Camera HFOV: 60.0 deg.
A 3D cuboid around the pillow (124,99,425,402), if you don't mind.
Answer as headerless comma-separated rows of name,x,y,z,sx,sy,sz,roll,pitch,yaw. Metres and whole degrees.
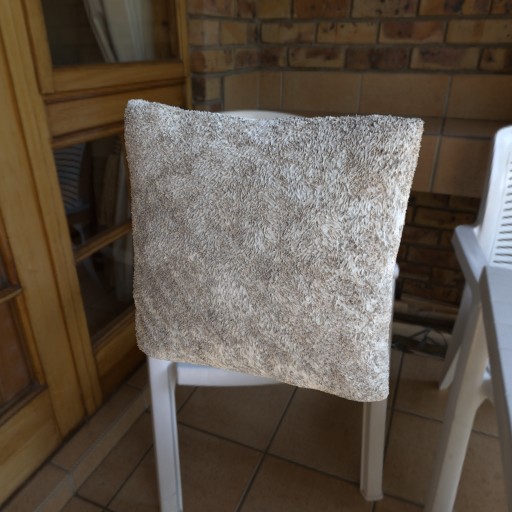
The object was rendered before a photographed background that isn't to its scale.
pillow,0.000,0.000,0.805,0.529,0.515,0.218,7,27,15
